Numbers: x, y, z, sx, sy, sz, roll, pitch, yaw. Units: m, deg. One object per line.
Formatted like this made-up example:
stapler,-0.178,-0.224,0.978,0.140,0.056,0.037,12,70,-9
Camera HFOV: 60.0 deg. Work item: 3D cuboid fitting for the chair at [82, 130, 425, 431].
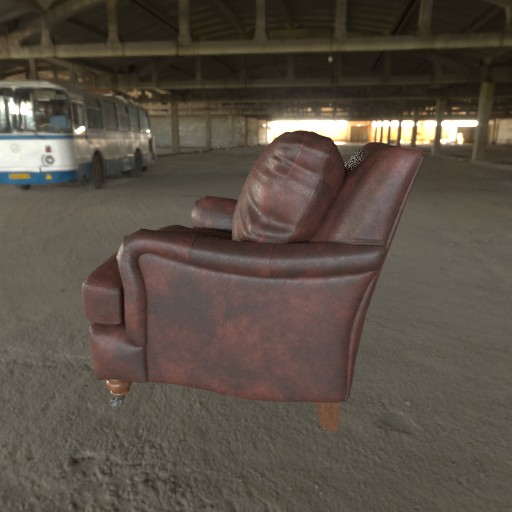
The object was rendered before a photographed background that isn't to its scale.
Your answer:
chair,0.000,0.000,1.917,1.156,1.051,0.987,2,16,9
